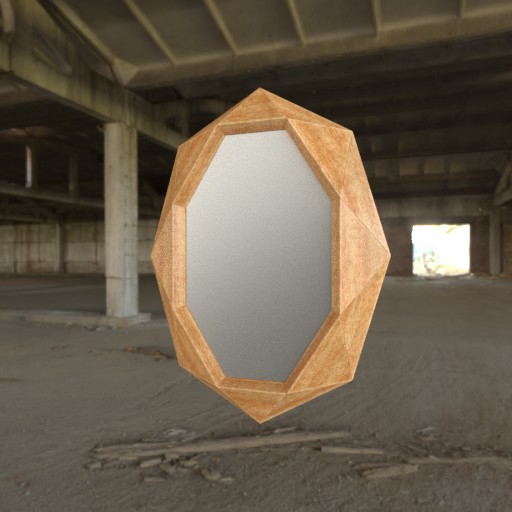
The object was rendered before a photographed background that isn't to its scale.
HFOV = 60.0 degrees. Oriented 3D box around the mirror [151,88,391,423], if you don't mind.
[{"bbox_3d":[0.000,0.000,0.995,0.577,0.774,0.070,0,0,19],"label":"mirror"}]
